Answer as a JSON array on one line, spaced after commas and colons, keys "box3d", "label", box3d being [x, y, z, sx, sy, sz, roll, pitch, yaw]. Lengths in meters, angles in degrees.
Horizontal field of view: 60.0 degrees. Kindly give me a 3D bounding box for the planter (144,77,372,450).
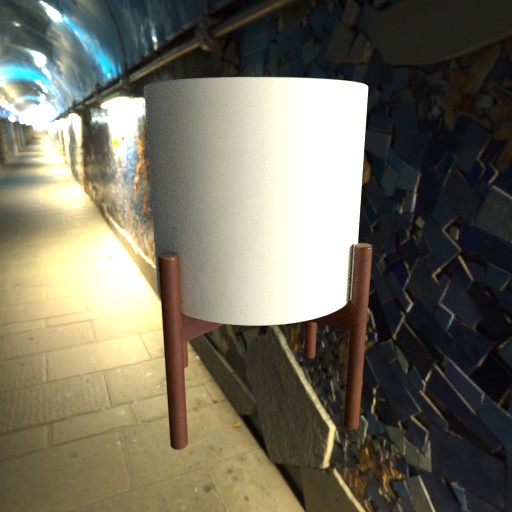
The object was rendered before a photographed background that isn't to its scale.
[{"box3d": [0.000, 0.000, 0.944, 0.417, 0.670, 0.417, -3, 17, -9], "label": "planter"}]
